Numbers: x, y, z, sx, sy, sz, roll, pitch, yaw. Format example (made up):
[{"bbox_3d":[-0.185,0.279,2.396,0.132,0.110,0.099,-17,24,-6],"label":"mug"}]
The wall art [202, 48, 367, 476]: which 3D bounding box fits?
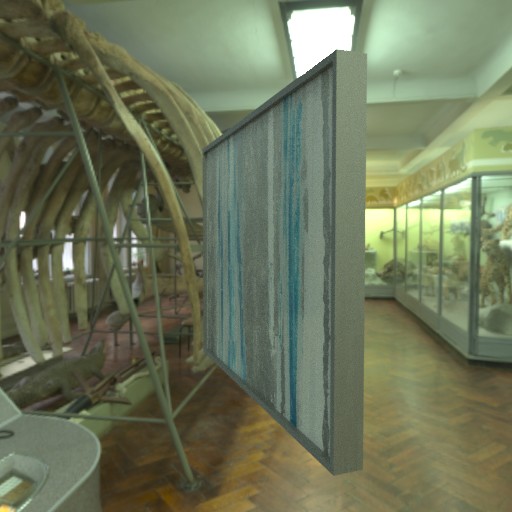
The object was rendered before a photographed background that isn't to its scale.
[{"bbox_3d":[0.000,0.000,0.732,0.037,0.450,0.557,-1,3,-21],"label":"wall art"}]
